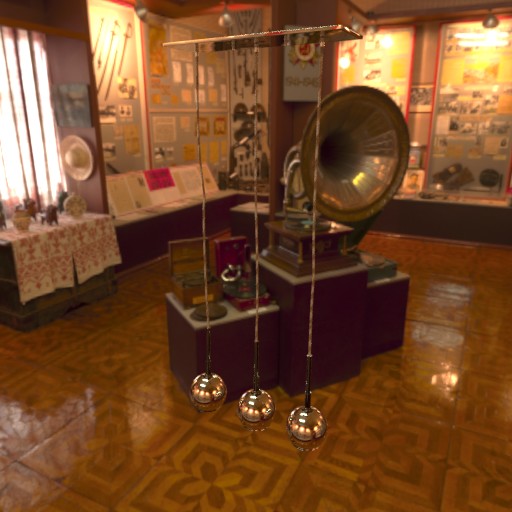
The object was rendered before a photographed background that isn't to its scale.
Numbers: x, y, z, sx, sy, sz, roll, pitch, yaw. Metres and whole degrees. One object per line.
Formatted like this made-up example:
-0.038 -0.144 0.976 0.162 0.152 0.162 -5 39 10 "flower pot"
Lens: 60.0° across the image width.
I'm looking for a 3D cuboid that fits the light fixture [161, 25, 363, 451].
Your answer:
0.000 0.000 1.589 0.623 1.408 0.188 10 20 28 "light fixture"
